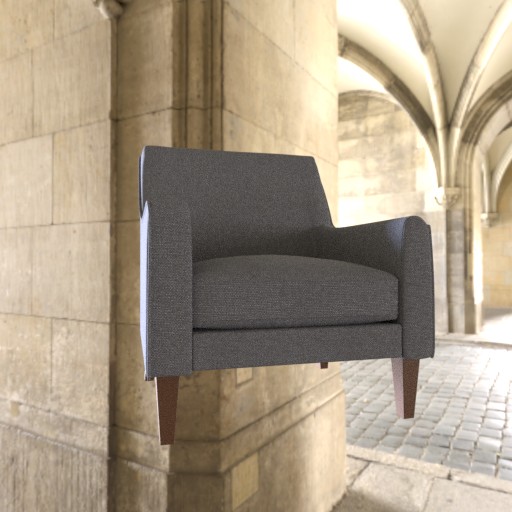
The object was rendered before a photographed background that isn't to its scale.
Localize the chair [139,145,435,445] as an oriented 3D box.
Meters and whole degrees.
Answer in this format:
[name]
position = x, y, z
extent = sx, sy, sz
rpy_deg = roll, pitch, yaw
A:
[chair]
position = 0.000, 0.000, 1.535
extent = 0.780, 0.919, 0.899
rpy_deg = 0, -1, -16
